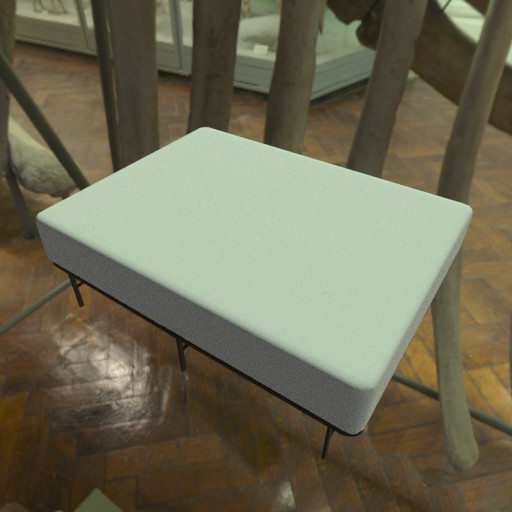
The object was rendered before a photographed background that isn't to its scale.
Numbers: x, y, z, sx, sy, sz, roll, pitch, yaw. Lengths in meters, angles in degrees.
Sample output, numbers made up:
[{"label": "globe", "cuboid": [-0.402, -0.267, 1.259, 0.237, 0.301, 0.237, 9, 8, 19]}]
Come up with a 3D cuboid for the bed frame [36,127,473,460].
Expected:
[{"label": "bed frame", "cuboid": [0.000, 0.000, 2.721, 2.037, 0.677, 1.528, 24, 45, 26]}]
